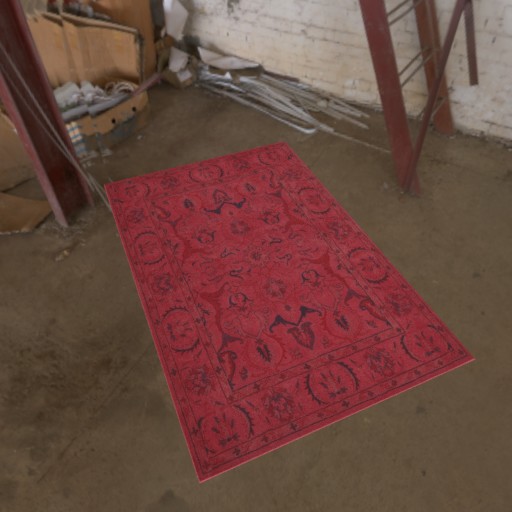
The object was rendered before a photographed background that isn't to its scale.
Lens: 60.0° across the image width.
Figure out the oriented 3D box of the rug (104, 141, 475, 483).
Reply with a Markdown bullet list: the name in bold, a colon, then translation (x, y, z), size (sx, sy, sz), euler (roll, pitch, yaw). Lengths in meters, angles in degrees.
- **rug**: translation (0.000, 0.000, 2.257), size (1.209, 0.008, 1.814), euler (-17, 49, -16)
